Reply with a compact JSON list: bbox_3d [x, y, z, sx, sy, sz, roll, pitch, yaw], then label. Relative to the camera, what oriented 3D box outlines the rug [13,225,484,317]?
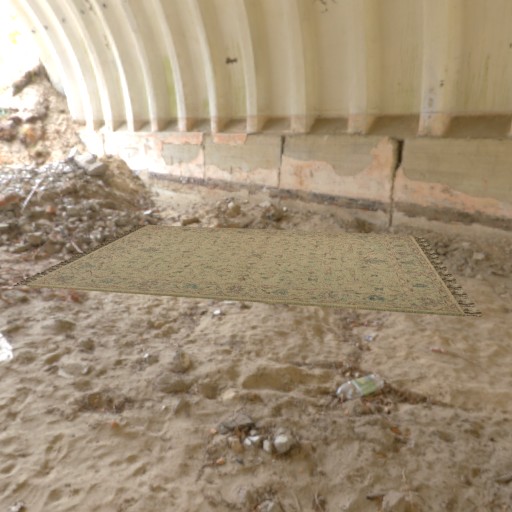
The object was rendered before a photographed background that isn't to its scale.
[{"bbox_3d":[0.000,0.000,2.237,1.802,0.008,1.247,3,16,10],"label":"rug"}]
